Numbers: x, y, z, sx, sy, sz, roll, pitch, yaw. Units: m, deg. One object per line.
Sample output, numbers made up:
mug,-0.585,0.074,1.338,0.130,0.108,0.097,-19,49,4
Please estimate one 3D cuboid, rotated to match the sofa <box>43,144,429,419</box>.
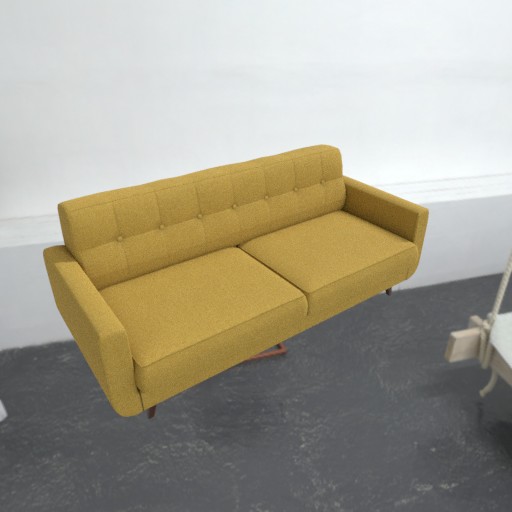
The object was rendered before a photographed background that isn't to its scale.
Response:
sofa,0.000,0.000,2.513,2.029,0.841,0.909,-20,35,-31
